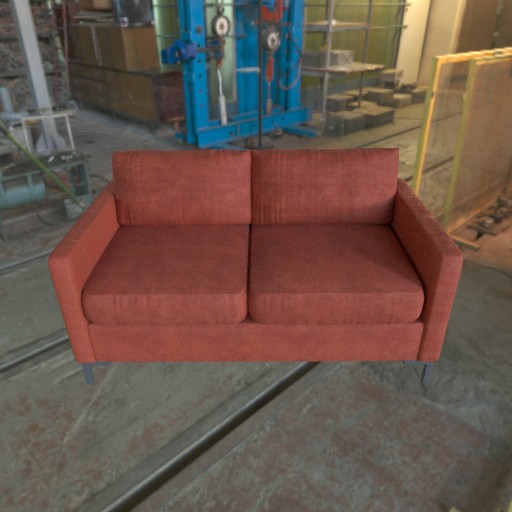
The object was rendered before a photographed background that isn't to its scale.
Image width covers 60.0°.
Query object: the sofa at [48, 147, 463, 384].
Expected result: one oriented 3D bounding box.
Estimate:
[{"bbox_3d":[0.000,0.000,2.105,1.574,0.896,0.864,0,30,0],"label":"sofa"}]
